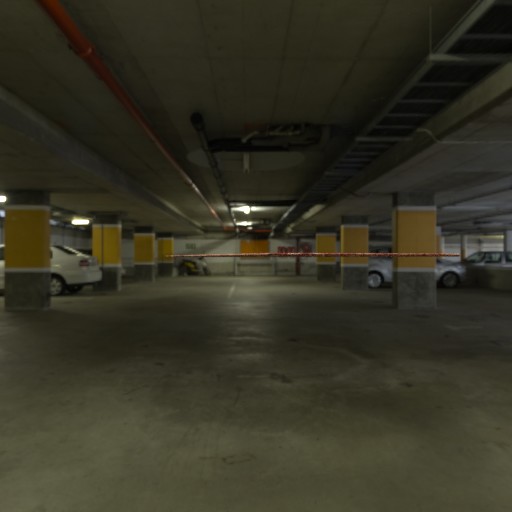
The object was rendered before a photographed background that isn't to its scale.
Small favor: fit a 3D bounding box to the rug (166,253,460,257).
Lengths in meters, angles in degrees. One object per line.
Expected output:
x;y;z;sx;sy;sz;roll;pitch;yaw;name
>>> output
0.000;0.000;2.653;0.750;0.011;2.435;0;0;-19;rug
